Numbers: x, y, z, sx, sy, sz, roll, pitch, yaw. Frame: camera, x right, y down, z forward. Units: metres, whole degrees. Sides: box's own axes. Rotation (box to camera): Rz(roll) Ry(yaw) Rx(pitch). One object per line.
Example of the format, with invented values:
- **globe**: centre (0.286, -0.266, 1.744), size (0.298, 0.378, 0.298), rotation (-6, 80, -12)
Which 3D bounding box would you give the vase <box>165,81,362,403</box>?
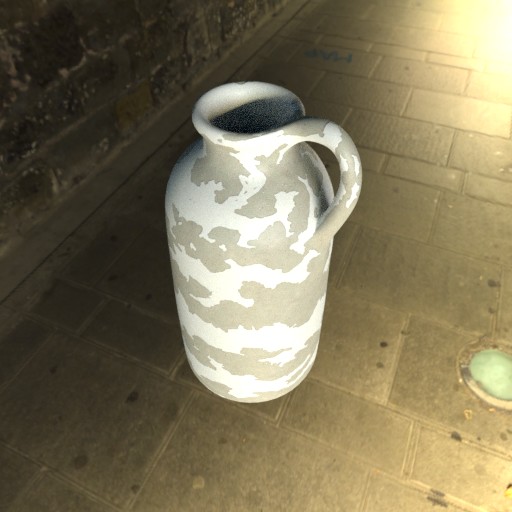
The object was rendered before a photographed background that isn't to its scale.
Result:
- **vase**: centre (0.000, 0.000, 0.488), size (0.203, 0.382, 0.186), rotation (31, 55, 25)
